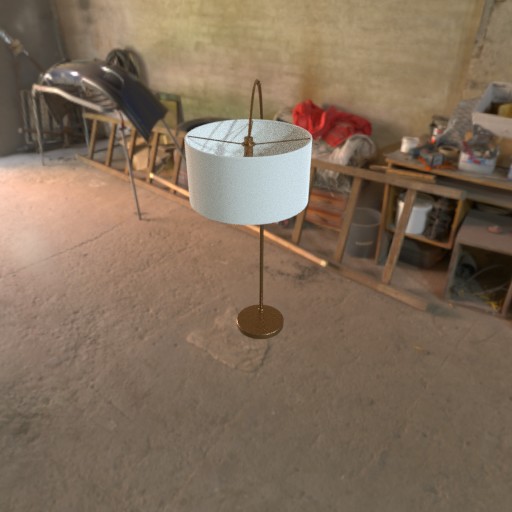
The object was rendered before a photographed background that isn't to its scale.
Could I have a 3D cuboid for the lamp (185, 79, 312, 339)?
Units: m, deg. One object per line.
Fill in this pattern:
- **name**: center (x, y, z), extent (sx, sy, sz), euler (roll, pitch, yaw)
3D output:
- **lamp**: center (0.000, 0.000, 2.564), extent (0.493, 1.927, 1.434), euler (2, 32, 3)
